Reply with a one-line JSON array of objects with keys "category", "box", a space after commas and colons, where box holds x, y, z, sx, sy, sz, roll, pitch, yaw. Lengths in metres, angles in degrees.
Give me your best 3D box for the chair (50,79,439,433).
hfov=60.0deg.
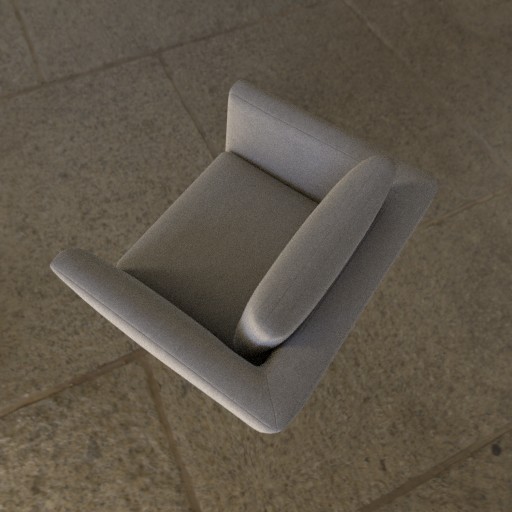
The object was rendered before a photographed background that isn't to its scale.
[{"category": "chair", "box": [0.000, 0.000, 1.688, 0.889, 0.864, 1.041, 32, 67, 16]}]
